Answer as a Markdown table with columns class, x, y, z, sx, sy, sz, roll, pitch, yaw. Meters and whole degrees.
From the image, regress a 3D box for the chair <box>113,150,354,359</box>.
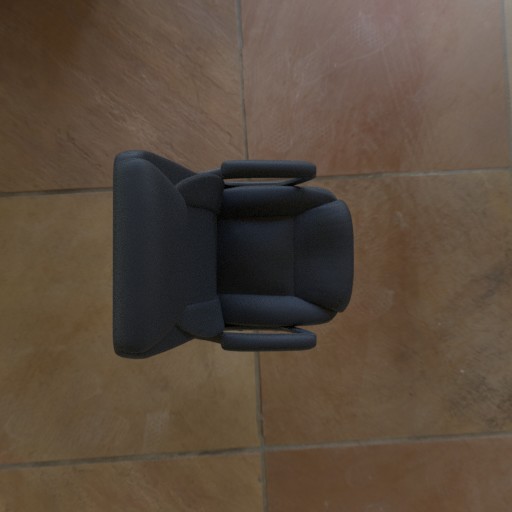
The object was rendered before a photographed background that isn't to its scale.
| class | x | y | z | sx | sy | sz | roll | pitch | yaw |
| --- | --- | --- | --- | --- | --- | --- | --- | --- | --- |
| chair | 0.000 | 0.000 | 1.467 | 0.655 | 1.072 | 0.615 | 0 | 90 | -1 |
